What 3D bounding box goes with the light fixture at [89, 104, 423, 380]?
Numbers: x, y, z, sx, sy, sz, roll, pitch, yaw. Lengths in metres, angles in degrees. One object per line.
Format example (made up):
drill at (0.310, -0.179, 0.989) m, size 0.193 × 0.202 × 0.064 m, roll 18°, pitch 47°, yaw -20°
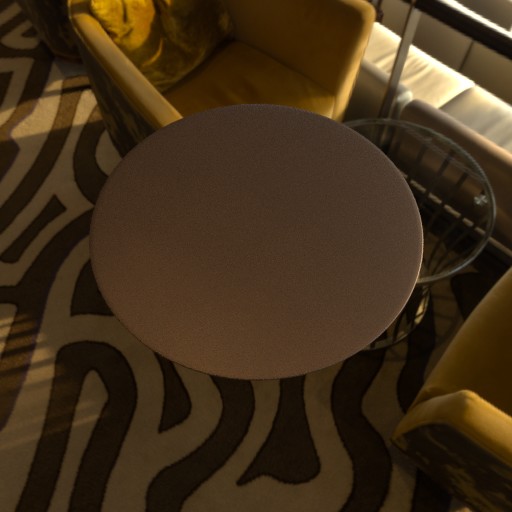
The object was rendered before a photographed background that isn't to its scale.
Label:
light fixture at (0.000, 0.000, 0.435) m, size 0.280 × 0.135 × 0.280 m, roll 0°, pitch 59°, yaw 0°
